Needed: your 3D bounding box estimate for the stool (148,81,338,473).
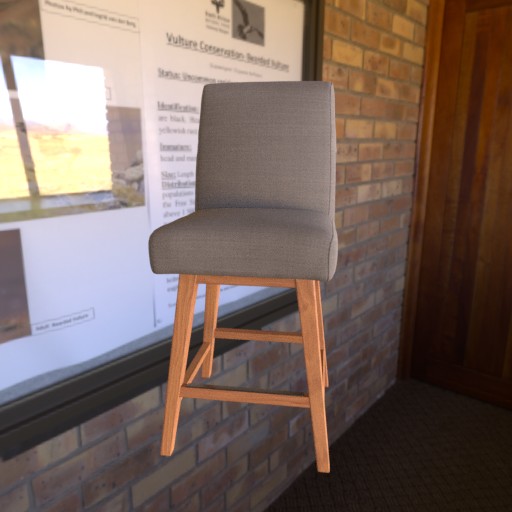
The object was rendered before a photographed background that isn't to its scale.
[{"bbox_3d":[0.000,0.000,1.293,0.459,1.019,0.570,2,14,8],"label":"stool"}]
